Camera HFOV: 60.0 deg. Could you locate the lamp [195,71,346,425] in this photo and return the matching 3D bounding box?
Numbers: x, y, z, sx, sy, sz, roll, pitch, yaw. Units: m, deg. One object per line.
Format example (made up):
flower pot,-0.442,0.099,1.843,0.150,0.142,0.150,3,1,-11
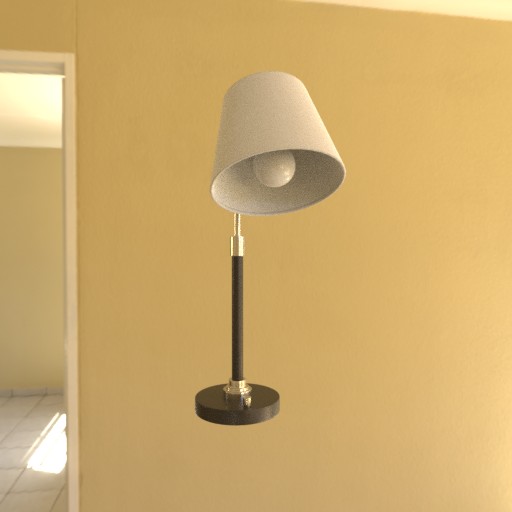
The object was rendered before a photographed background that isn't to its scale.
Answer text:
lamp,0.000,0.000,0.678,0.181,0.539,0.348,0,1,-19
